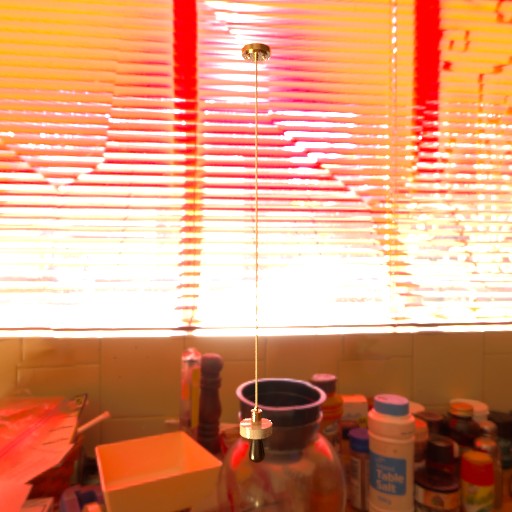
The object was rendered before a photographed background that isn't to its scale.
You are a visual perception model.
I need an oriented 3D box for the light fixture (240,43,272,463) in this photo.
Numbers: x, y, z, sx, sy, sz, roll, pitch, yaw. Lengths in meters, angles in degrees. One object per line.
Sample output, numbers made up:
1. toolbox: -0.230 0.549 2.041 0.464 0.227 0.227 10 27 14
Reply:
1. light fixture: 0.000 0.000 1.791 0.129 1.669 0.129 0 0 -36
